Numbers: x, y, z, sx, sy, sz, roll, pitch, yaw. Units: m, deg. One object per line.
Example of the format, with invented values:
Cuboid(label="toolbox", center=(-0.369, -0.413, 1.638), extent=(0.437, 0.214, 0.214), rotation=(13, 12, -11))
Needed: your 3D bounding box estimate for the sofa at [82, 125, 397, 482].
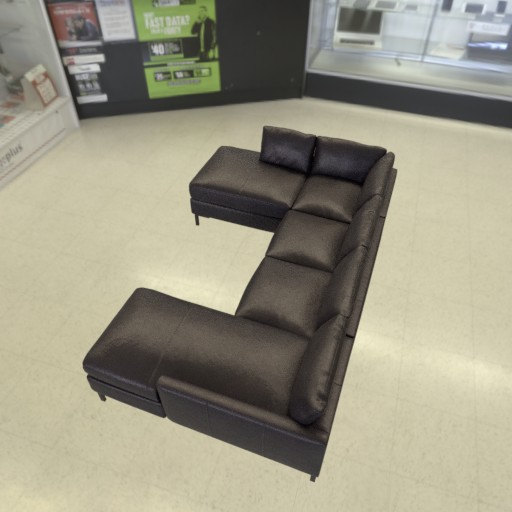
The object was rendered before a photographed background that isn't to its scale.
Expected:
Cuboid(label="sofa", center=(0.000, 0.000, 3.802), extent=(1.939, 0.900, 2.956), rotation=(15, 46, 14))
